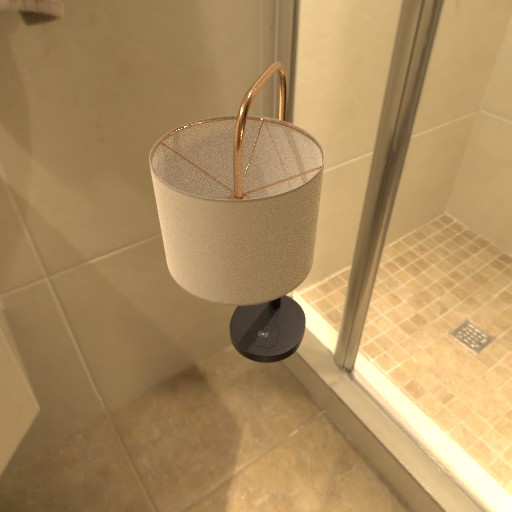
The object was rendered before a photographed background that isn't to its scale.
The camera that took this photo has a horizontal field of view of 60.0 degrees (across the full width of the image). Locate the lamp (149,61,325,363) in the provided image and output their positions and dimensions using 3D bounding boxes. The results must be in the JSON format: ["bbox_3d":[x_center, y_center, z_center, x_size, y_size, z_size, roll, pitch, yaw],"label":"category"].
[{"bbox_3d":[0.000,0.000,0.699,0.199,0.540,0.337,12,42,13],"label":"lamp"}]
